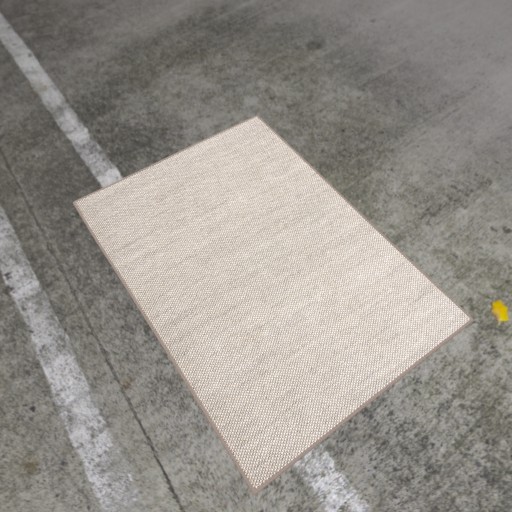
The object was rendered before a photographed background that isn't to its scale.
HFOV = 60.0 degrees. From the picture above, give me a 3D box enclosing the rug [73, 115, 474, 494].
[{"bbox_3d":[0.000,0.000,2.720,1.517,0.013,2.115,-31,62,-18],"label":"rug"}]
